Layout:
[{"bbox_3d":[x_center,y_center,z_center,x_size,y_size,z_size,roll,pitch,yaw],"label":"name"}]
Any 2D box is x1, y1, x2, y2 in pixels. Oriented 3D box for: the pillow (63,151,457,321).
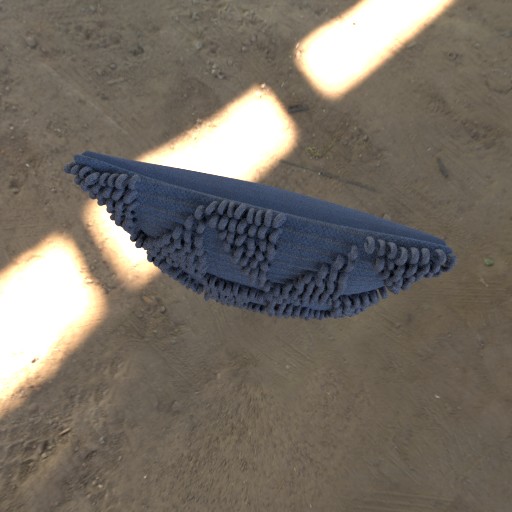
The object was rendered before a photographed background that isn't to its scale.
[{"bbox_3d":[0.000,0.000,0.722,0.469,0.466,0.172,14,77,3],"label":"pillow"}]
